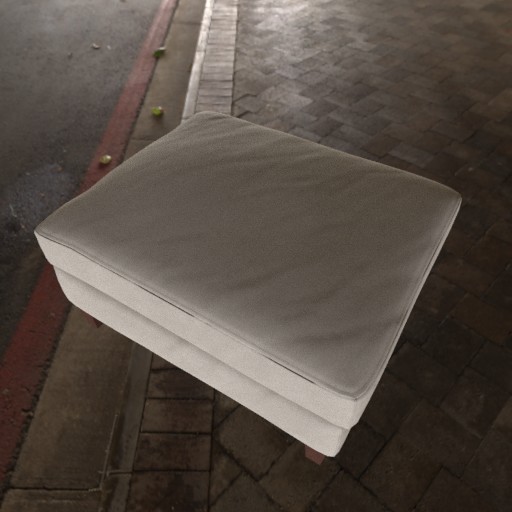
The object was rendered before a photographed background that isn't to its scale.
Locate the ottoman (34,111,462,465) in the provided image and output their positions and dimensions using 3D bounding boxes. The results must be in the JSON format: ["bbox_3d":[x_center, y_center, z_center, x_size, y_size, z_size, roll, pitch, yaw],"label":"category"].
[{"bbox_3d":[0.000,0.000,1.429,1.002,0.492,0.836,24,51,21],"label":"ottoman"}]
